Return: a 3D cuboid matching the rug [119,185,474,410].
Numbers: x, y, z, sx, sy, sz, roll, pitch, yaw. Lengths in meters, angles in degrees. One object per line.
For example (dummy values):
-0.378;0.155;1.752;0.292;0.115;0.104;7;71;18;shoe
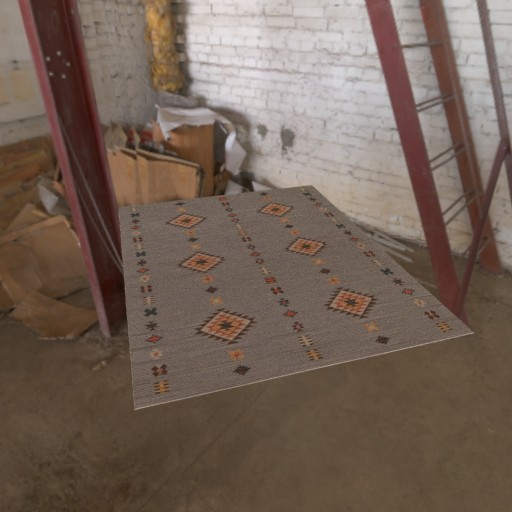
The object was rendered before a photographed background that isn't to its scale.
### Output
0.000;0.000;4.196;2.425;0.008;3.035;-9;32;-14;rug
